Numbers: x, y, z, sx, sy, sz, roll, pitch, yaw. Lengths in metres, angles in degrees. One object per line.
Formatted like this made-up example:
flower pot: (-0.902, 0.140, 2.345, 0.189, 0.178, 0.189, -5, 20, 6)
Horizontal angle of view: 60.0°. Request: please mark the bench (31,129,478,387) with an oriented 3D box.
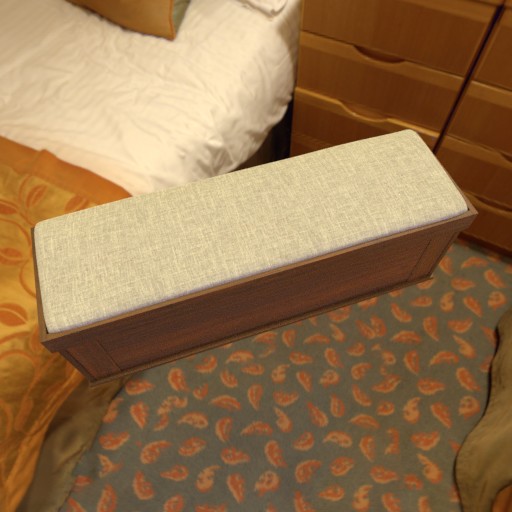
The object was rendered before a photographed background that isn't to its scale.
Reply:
bench: (0.000, 0.000, 1.404, 1.196, 0.468, 0.367, -16, 59, -10)
